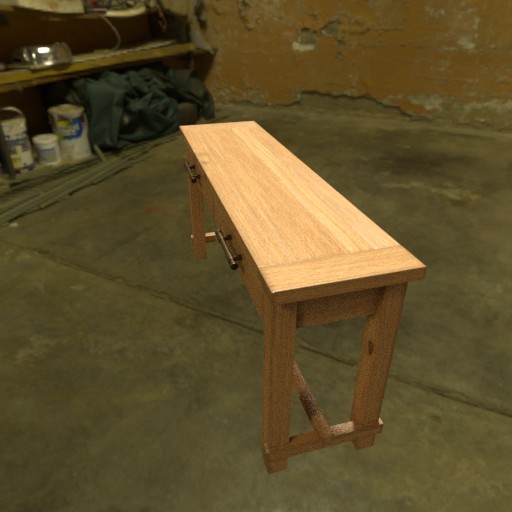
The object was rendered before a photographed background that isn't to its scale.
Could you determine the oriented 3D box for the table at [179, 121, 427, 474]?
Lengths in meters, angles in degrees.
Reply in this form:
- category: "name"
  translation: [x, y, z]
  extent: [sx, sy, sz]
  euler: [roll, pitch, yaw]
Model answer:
- category: "table"
  translation: [0.000, 0.000, 1.921]
  extent: [0.442, 0.762, 1.599]
  euler: [-8, 31, -14]
